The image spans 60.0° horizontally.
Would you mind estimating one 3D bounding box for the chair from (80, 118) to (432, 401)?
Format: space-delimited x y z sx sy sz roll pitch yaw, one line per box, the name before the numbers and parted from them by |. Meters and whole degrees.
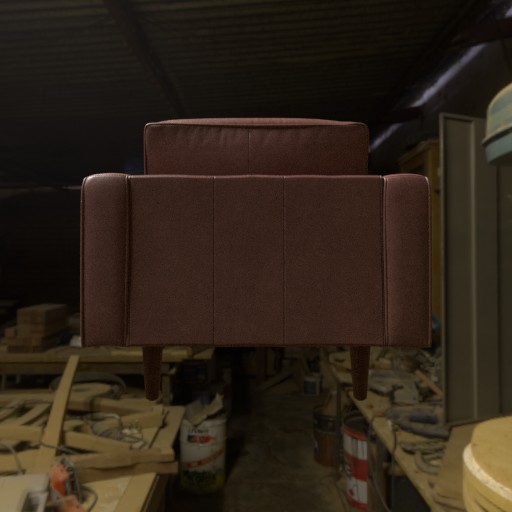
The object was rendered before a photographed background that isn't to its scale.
chair | 0.000 0.000 1.537 0.920 0.770 0.900 0 -1 0
